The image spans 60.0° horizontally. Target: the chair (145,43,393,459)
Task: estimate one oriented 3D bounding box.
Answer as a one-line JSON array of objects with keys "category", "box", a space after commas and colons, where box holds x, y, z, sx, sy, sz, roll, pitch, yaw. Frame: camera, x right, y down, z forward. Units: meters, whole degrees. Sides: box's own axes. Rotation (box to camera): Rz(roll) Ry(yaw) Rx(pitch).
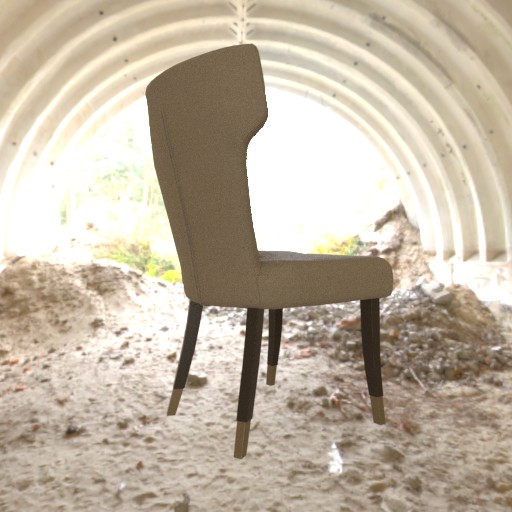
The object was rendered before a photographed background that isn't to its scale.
[{"category": "chair", "box": [0.000, 0.000, 1.305, 0.630, 0.955, 0.526, 0, -1, -37]}]
